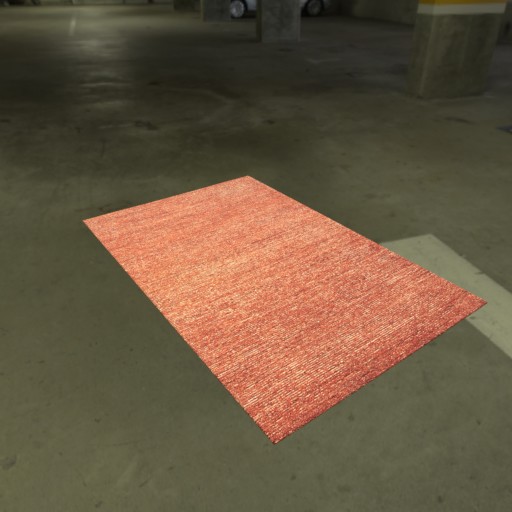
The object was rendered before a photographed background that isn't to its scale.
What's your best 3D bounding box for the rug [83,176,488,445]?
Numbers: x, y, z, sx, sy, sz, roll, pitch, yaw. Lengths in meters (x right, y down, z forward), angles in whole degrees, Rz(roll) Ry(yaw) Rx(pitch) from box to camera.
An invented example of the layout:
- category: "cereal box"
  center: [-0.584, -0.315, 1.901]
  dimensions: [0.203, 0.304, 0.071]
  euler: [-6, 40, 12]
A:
- category: "rug"
  center: [0.000, 0.000, 2.173]
  dimensions: [1.139, 0.011, 1.747]
  euler: [-21, 38, -30]
